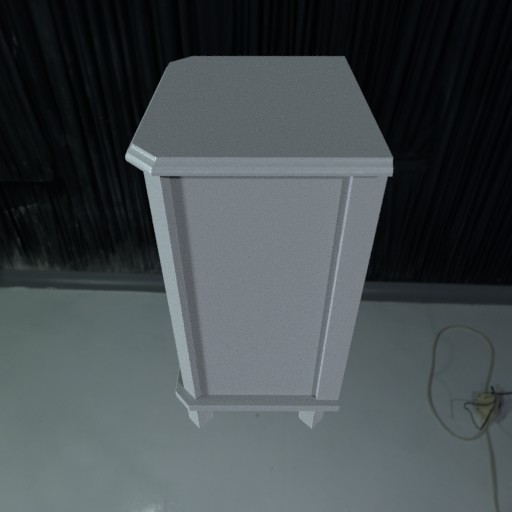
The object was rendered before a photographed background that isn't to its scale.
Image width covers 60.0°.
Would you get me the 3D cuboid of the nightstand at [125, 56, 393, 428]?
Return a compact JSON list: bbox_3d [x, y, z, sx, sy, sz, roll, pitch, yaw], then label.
[{"bbox_3d":[0.000,0.000,0.935,0.348,0.680,0.435,0,41,0],"label":"nightstand"}]
